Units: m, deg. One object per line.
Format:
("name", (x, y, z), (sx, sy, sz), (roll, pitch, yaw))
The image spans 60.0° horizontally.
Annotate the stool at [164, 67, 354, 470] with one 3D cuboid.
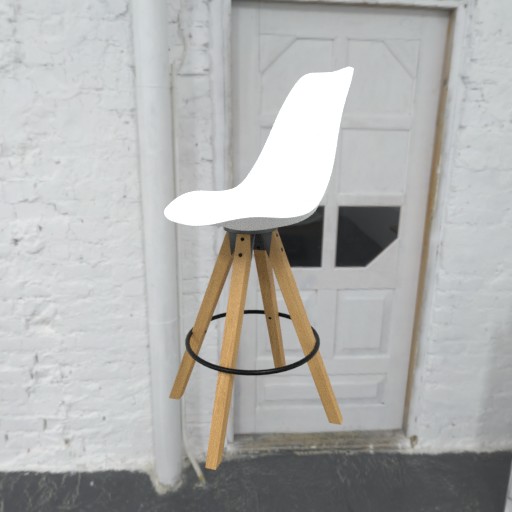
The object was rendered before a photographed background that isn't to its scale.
("stool", (0.000, 0.000, 1.402), (0.549, 1.115, 0.482), (-8, 18, -25))
